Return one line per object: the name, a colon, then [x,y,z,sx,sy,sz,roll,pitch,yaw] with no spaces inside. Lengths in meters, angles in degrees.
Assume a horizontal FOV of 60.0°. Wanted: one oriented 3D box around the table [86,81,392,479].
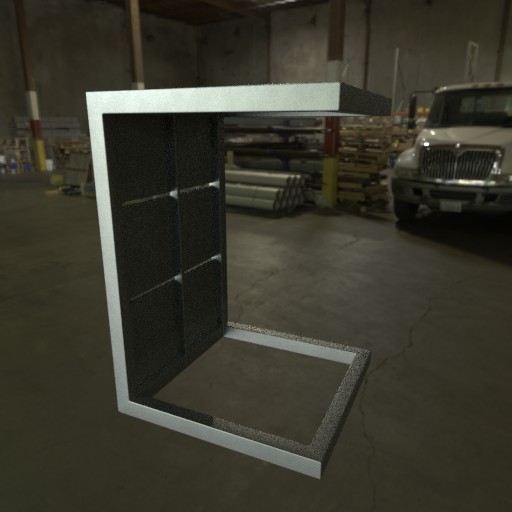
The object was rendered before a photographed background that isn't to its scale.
table: [0.000,0.000,0.892,0.420,0.609,0.405,8,18,24]
